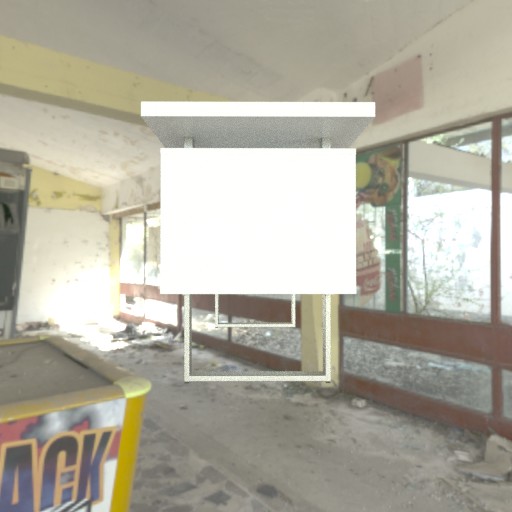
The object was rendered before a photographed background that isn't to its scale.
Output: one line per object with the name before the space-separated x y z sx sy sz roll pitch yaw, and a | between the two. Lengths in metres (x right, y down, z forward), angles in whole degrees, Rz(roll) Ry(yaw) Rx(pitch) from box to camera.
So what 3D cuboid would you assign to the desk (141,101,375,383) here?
desk | 0.000 0.000 1.898 0.603 0.773 1.530 0 -1 0
